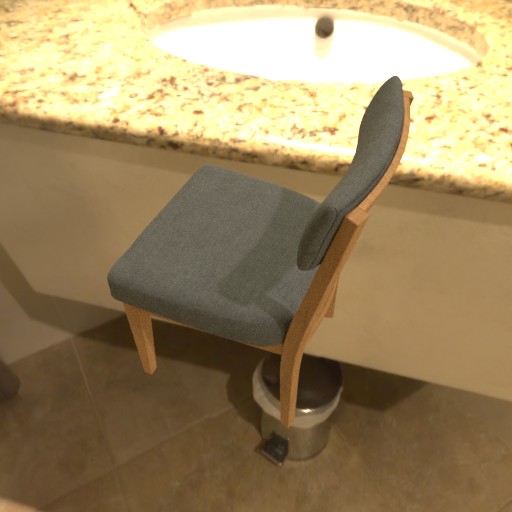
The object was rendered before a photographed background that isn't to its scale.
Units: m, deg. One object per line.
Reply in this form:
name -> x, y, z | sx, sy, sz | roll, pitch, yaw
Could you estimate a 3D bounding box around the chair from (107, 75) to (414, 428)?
chair -> 0.000, 0.000, 1.140 | 0.572, 0.832, 0.508 | 17, 49, 16
